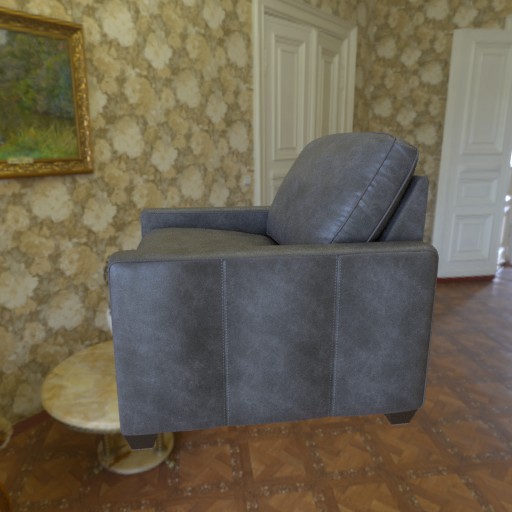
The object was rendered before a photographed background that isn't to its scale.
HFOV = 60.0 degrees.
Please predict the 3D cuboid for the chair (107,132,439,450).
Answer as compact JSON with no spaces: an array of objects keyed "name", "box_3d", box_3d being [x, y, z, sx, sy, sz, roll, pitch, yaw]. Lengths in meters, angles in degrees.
[{"name":"chair","box_3d":[0.000,0.000,1.700,0.939,0.916,1.006,-2,14,-8]}]
